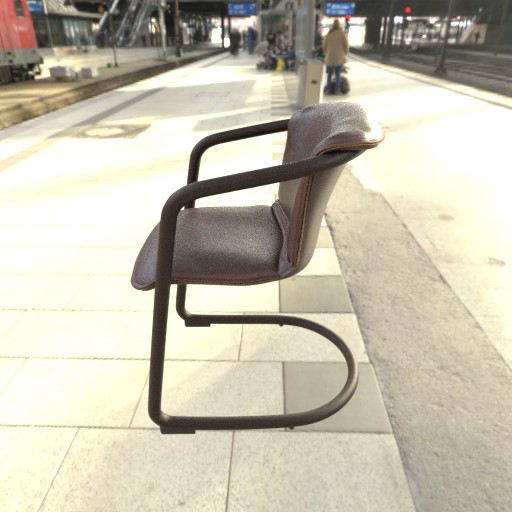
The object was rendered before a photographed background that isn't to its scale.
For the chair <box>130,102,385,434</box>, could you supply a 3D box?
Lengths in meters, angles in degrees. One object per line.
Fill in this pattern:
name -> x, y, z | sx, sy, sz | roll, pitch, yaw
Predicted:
chair -> 0.000, 0.000, 1.276 | 0.664, 0.836, 0.536 | 0, 27, 0
